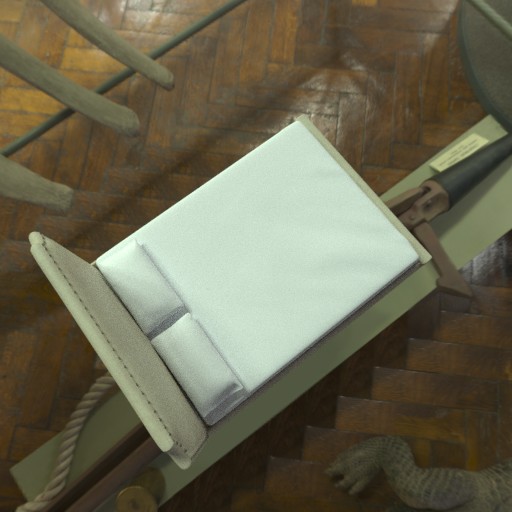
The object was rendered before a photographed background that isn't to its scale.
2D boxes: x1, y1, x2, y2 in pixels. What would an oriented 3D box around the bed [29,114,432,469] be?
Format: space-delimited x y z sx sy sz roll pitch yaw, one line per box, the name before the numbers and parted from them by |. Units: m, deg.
bed | 0.000 0.000 3.356 2.372 1.443 1.712 -36 78 -9
